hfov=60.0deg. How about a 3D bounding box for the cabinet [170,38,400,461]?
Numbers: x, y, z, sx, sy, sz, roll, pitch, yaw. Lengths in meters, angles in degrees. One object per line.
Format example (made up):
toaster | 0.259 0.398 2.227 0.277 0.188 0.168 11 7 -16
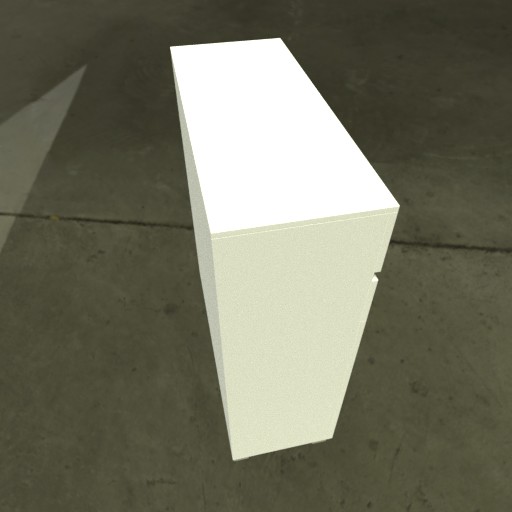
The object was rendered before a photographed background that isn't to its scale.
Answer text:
cabinet | 0.000 0.000 1.666 0.400 1.190 1.000 -9 46 -9
